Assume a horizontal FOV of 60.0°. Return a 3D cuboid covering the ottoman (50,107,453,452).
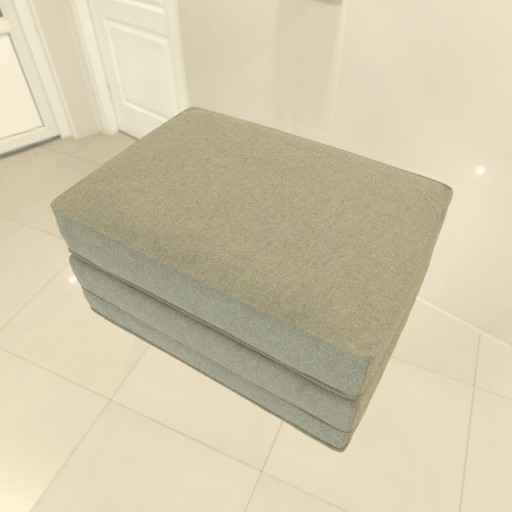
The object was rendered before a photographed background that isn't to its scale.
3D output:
[{"bbox_3d":[0.000,0.000,1.225,0.848,0.508,0.611,23,50,21],"label":"ottoman"}]
